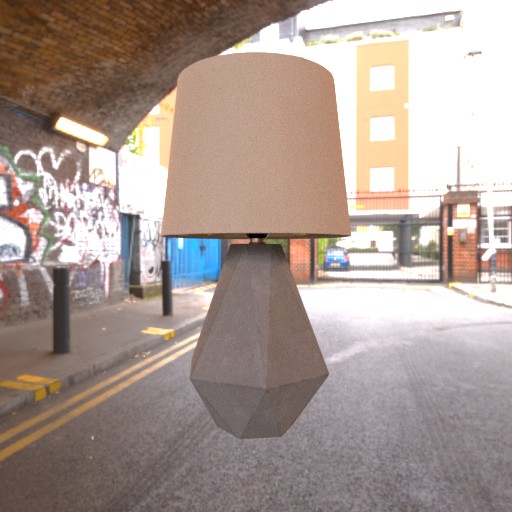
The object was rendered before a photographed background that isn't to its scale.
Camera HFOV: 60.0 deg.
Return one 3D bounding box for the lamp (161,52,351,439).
[{"bbox_3d":[0.000,0.000,0.657,0.276,0.501,0.276,0,1,0],"label":"lamp"}]
